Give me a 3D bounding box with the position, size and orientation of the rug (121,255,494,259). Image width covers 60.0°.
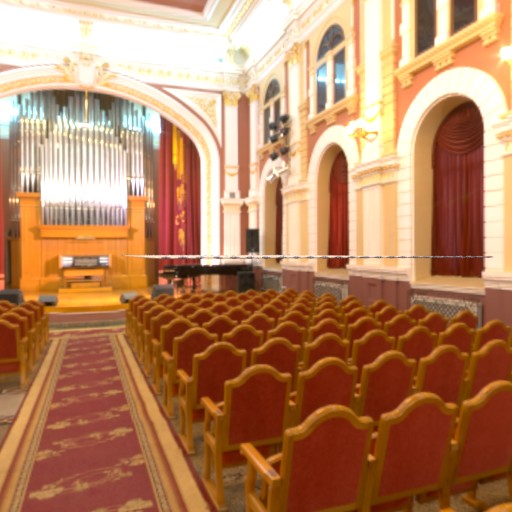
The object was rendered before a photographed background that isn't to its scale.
[{"bbox_3d":[0.000,0.000,2.873,1.544,0.010,2.315,0,0,-20],"label":"rug"}]
